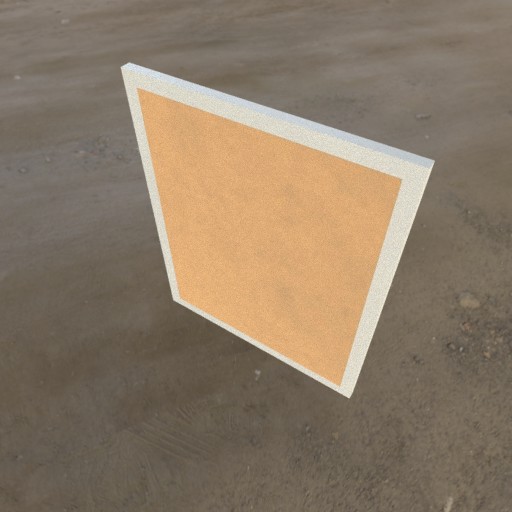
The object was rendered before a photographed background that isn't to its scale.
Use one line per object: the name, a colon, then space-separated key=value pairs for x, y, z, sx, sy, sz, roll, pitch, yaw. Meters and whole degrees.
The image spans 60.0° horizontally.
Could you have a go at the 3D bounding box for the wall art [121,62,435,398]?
wall art: x=0.000 y=0.000 z=1.119 sx=0.661 sy=0.811 sz=0.026 roll=25 pitch=52 yaw=21
